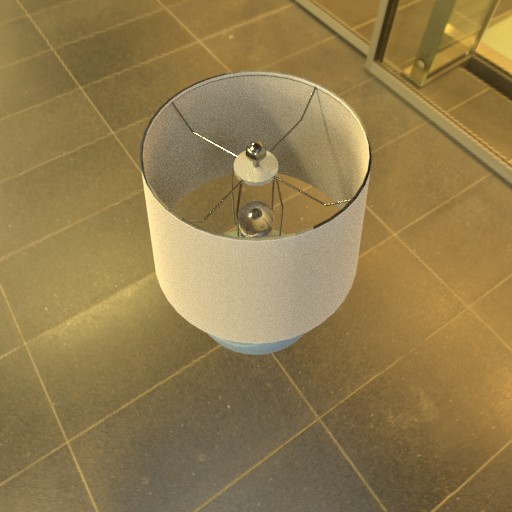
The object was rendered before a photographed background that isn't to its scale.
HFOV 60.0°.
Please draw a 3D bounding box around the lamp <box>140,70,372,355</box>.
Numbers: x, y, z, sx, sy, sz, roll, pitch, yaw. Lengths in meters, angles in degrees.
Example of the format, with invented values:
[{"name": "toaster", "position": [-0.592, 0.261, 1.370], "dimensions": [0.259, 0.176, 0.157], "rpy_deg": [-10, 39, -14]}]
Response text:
[{"name": "lamp", "position": [0.000, 0.000, 0.559], "dimensions": [0.247, 0.387, 0.247], "rpy_deg": [0, 59, 0]}]
